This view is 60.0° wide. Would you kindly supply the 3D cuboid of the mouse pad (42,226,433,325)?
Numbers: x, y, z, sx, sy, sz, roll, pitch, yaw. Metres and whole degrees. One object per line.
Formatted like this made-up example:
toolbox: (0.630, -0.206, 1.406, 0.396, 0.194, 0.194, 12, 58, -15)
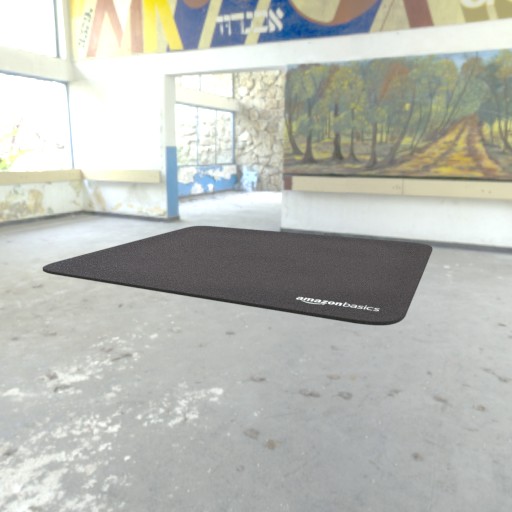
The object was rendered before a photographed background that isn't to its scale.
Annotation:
mouse pad: (0.000, 0.000, 0.351, 0.249, 0.002, 0.211, 6, 15, 25)
